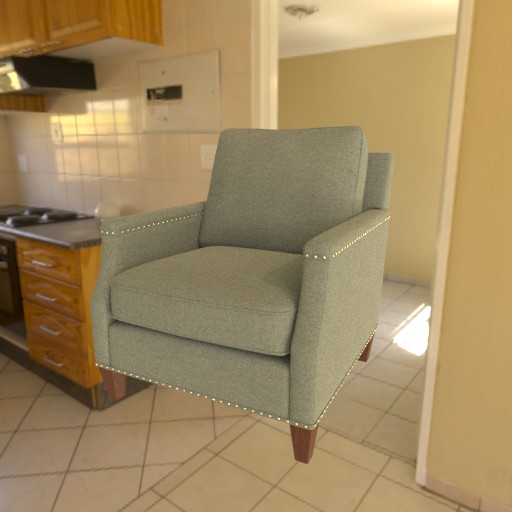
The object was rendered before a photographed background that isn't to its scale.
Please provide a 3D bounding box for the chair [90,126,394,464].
[{"bbox_3d":[0.000,0.000,1.808,0.885,1.031,1.031,7,16,26],"label":"chair"}]
